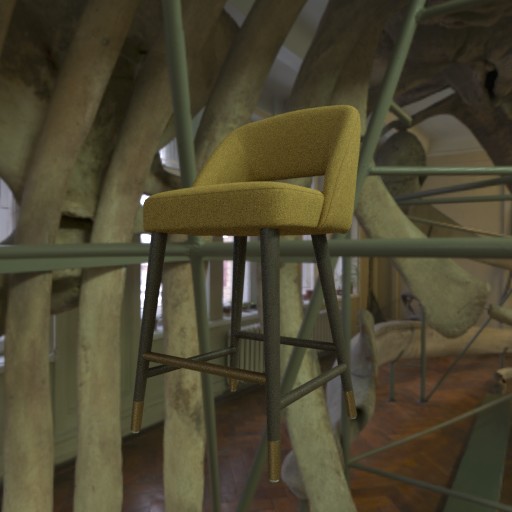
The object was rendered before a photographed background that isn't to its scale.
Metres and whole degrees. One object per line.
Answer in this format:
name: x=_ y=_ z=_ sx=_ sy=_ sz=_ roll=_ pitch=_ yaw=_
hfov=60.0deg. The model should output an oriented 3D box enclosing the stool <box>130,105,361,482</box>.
stool: x=0.000 y=0.000 z=1.255 sx=0.536 sy=0.939 sz=0.522 roll=1 pitch=1 yaw=35
